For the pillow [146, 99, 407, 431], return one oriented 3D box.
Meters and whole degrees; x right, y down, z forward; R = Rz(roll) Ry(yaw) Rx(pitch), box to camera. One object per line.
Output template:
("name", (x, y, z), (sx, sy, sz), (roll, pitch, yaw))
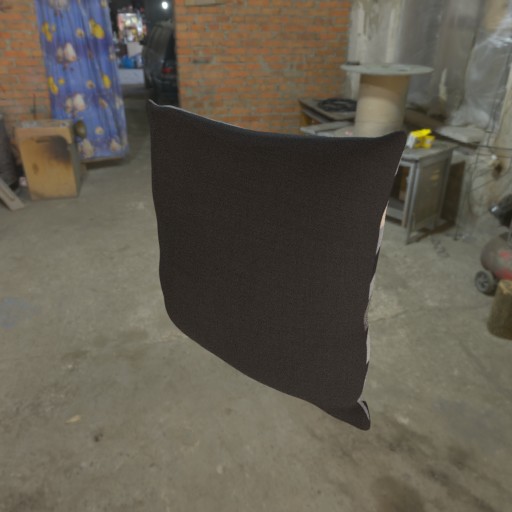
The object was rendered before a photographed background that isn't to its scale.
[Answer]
("pillow", (0.000, 0.000, 0.776), (0.503, 0.496, 0.208), (21, 34, 34))
